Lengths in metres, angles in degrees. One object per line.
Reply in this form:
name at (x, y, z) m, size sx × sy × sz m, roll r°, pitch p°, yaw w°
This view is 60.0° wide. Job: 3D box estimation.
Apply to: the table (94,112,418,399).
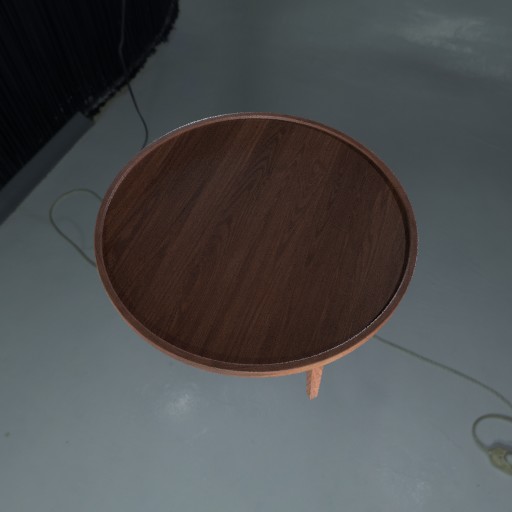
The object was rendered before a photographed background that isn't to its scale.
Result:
table at (0.000, 0.000, 1.264) m, size 0.800 × 0.360 × 0.800 m, roll 0°, pitch 57°, yaw 0°
